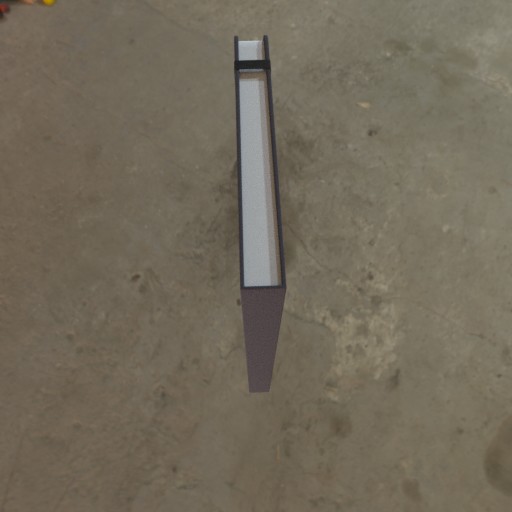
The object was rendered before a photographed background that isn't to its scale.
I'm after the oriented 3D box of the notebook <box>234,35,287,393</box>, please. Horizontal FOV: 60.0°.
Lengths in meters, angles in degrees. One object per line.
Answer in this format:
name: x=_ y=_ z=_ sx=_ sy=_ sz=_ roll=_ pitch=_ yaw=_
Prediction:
notebook: x=0.000 y=0.000 z=0.268 sx=0.016 sy=0.213 sz=0.127 roll=-2 pitch=64 yaw=-1
